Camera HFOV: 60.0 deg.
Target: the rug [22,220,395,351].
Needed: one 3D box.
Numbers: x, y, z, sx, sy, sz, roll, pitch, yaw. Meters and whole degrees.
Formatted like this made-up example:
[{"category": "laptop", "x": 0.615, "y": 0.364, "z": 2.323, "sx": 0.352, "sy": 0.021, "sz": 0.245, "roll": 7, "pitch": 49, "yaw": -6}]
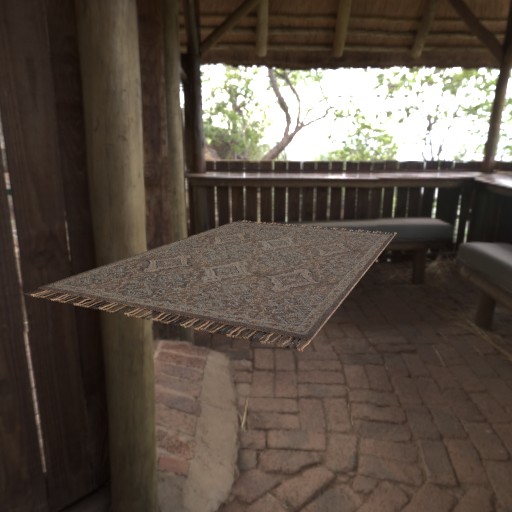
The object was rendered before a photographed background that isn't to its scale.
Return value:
[{"category": "rug", "x": 0.000, "y": 0.000, "z": 3.024, "sx": 1.516, "sy": 0.010, "sz": 2.434, "roll": 7, "pitch": 16, "yaw": 24}]
